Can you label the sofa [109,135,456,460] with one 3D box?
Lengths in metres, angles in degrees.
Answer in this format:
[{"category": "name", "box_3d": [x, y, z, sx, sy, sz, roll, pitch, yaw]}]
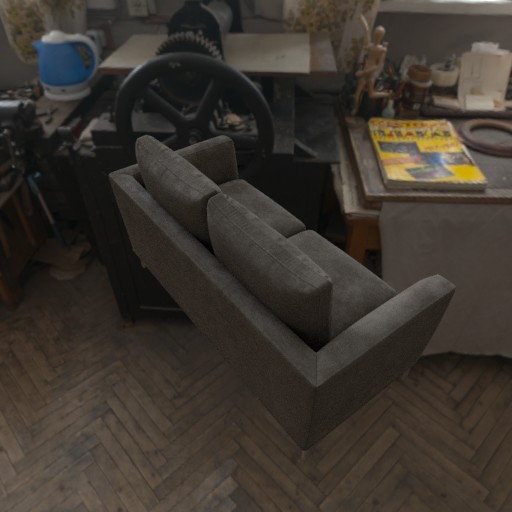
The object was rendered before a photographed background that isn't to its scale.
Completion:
[{"category": "sofa", "box_3d": [0.000, 0.000, 2.447, 0.855, 1.013, 1.832, -27, 48, -27]}]
